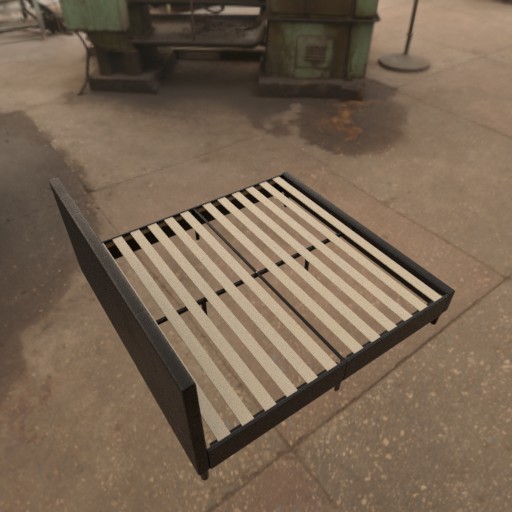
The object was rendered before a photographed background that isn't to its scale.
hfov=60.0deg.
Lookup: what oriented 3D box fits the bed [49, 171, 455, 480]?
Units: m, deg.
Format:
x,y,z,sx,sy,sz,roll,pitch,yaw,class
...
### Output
x,y,z,sx,sy,sz,roll,pitch,yaw,class
0.000,0.000,3.293,2.152,1.046,2.018,-25,47,-25,bed
